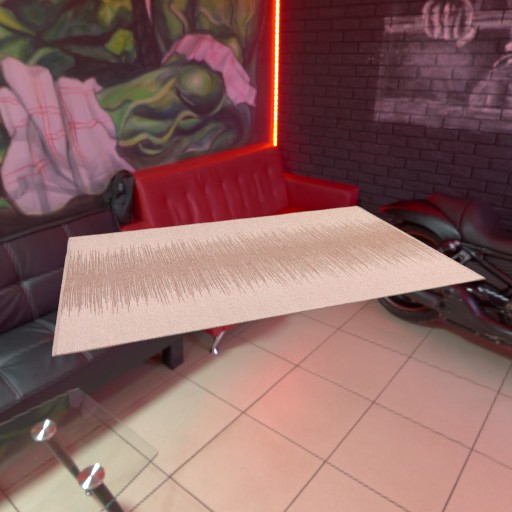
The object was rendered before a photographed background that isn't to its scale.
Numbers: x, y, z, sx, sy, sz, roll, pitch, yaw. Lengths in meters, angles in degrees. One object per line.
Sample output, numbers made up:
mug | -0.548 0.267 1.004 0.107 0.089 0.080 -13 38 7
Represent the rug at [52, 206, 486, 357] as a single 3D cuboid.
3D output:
rug | 0.000 0.000 2.998 2.440 0.012 1.522 -8 25 -17
